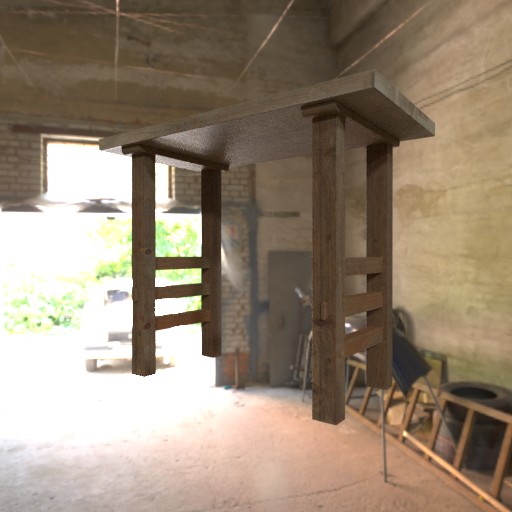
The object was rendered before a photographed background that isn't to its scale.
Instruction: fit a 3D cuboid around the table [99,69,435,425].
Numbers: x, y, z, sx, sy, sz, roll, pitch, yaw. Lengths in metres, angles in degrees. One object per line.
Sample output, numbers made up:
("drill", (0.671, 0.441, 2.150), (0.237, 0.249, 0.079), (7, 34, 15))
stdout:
("table", (0.000, 0.000, 1.631), (1.119, 0.914, 0.556), (0, 0, 36))
